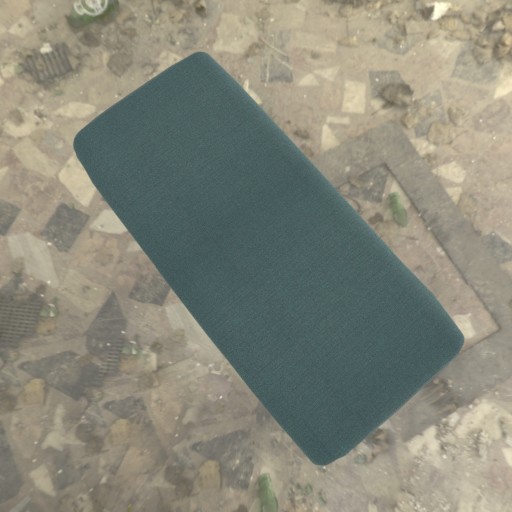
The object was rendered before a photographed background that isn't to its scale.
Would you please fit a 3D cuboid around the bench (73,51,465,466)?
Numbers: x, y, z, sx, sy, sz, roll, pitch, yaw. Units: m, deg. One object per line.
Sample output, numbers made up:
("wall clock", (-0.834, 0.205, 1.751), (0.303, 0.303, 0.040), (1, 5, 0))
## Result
("bench", (0.000, 0.000, 1.239), (0.476, 0.474, 0.995), (-38, 79, -9))
